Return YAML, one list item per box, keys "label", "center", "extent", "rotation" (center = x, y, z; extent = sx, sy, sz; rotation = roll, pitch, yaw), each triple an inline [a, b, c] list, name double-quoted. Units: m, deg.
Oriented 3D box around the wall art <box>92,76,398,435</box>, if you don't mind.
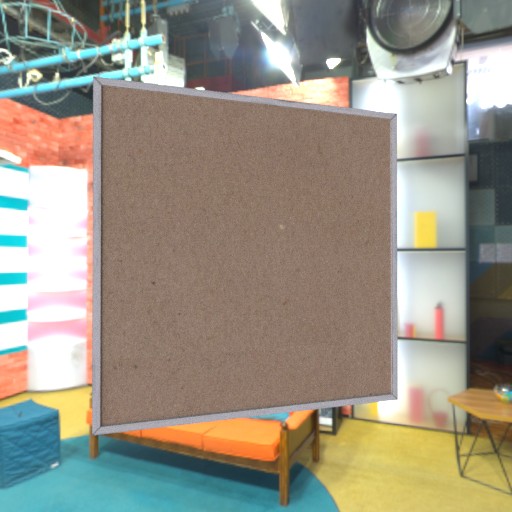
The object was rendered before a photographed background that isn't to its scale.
- label: "wall art"
  center: [0.000, 0.000, 0.442]
  extent: [0.305, 0.305, 0.038]
  rotation: [0, -1, -18]
